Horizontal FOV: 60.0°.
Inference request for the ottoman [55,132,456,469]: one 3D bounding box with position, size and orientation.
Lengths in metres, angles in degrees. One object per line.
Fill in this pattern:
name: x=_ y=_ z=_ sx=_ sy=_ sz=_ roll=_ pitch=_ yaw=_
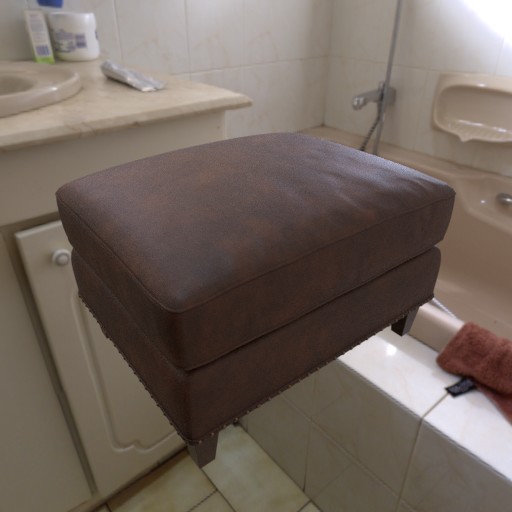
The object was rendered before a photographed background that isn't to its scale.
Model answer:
ottoman: x=0.000 y=0.000 z=1.092 sx=0.742 sy=0.486 sz=0.586 roll=-22 pitch=37 yaw=-32
